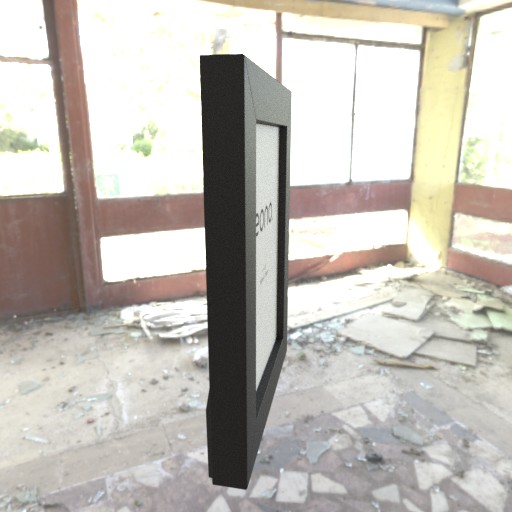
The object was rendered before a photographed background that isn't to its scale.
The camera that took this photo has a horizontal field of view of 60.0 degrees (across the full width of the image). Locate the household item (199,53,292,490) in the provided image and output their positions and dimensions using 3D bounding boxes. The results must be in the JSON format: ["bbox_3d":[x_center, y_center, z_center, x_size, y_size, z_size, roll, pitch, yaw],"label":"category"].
[{"bbox_3d":[0.000,0.000,0.237,0.022,0.178,0.133,3,16,11],"label":"household item"}]
